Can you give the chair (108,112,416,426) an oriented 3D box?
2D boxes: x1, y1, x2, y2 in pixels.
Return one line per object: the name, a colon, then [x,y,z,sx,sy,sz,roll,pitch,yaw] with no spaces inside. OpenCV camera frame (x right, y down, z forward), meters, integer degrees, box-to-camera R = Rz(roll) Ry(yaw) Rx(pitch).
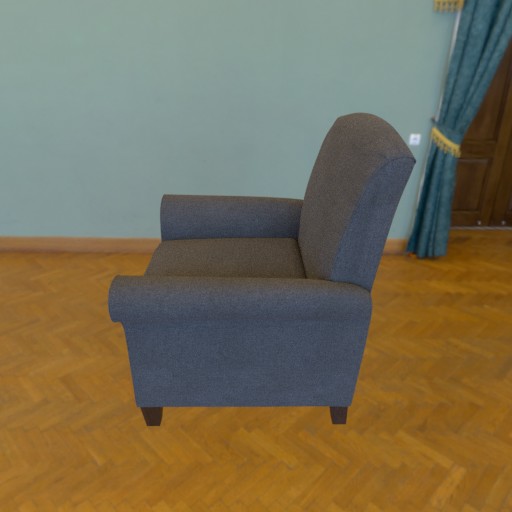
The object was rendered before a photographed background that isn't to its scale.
chair: [0.000,0.000,1.749,0.905,1.061,0.978,0,25,-1]
